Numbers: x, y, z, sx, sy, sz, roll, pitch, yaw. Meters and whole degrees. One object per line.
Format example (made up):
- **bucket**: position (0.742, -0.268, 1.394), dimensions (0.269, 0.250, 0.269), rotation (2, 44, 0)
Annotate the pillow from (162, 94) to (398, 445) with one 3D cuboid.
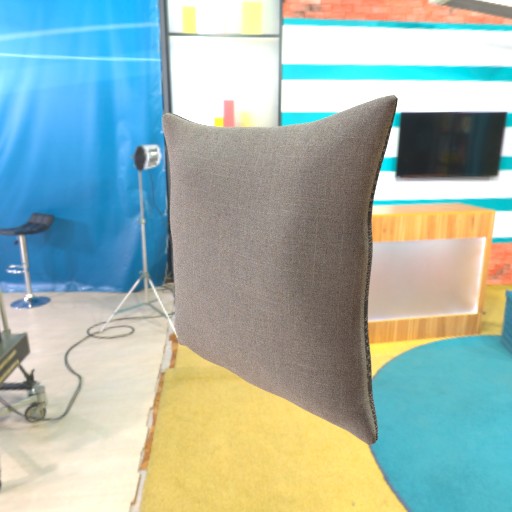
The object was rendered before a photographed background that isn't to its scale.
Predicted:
- **pillow**: position (0.000, 0.000, 0.670), dimensions (0.435, 0.432, 0.138), rotation (14, 20, 43)
